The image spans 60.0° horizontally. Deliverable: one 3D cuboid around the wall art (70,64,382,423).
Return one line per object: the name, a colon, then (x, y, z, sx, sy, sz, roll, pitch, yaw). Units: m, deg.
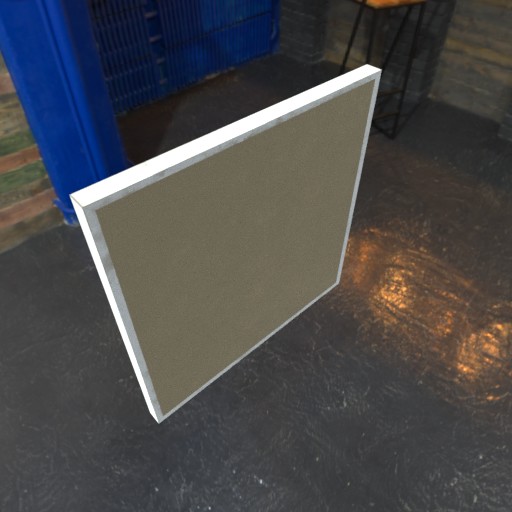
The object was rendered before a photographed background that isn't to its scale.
wall art: (0.000, 0.000, 0.761, 0.508, 0.506, 0.029, -33, 54, -28)
